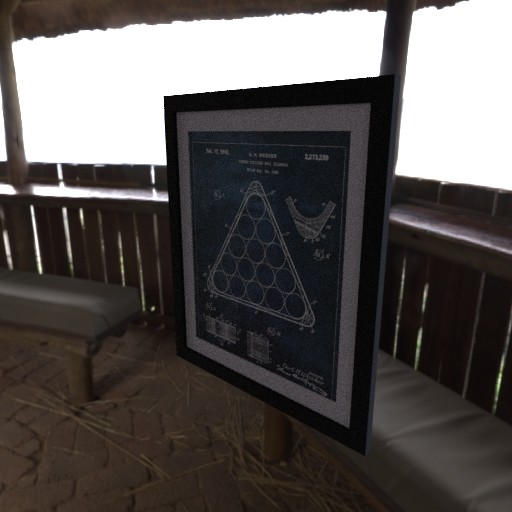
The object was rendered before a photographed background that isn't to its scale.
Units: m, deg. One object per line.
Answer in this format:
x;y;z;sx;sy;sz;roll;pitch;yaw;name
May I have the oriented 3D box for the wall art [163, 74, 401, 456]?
0.000;0.000;0.506;0.311;0.361;0.010;14;21;41;wall art
